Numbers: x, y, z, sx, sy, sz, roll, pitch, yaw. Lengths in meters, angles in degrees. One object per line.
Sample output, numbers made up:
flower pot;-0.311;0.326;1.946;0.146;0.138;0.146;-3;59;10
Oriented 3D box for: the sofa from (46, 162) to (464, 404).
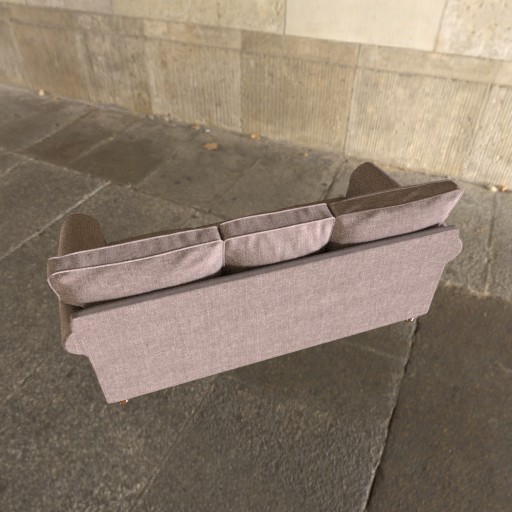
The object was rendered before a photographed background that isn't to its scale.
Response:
sofa;0.000;0.000;2.561;2.084;0.961;0.916;-13;42;-14
